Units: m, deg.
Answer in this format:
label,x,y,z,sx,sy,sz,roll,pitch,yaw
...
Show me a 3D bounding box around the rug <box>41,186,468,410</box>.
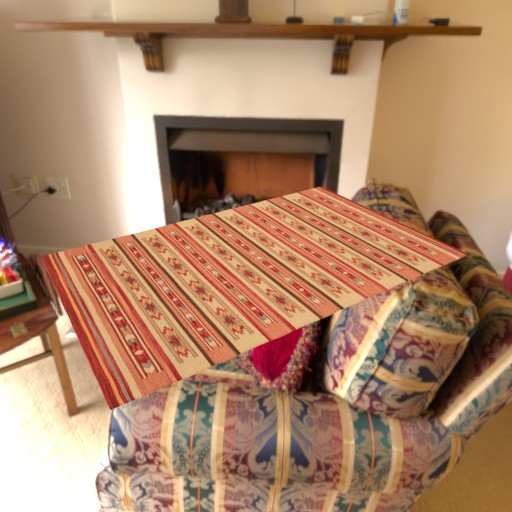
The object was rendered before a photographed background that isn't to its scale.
label,x,y,z,sx,sy,sz,roll,pitch,yaw
rug,0.000,0.000,2.975,2.431,0.010,1.535,-18,34,-28
